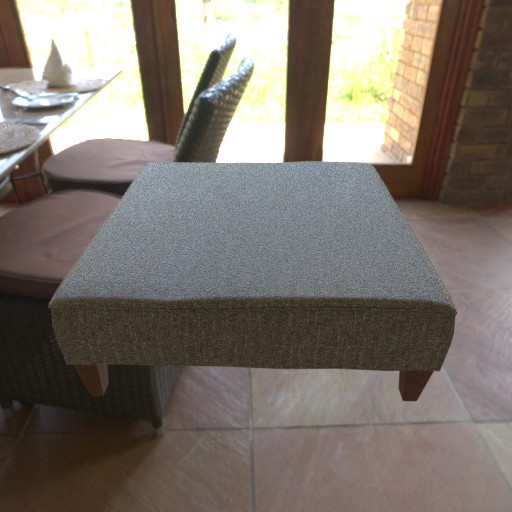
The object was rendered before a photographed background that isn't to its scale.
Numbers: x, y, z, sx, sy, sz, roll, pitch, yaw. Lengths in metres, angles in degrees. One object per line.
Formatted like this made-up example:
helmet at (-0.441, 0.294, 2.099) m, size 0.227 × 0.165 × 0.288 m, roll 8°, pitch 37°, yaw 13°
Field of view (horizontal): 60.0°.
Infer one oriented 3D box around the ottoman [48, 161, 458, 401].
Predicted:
ottoman at (0.000, 0.000, 1.530) m, size 0.981 × 0.379 × 1.016 m, roll 1°, pitch 31°, yaw 1°
